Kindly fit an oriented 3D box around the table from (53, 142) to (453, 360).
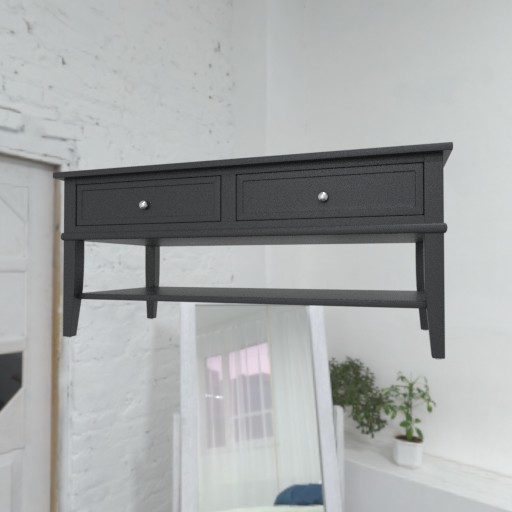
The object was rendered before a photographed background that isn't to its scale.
[{"bbox_3d":[0.000,0.000,1.344,1.044,0.470,0.523,0,-1,17],"label":"table"}]
